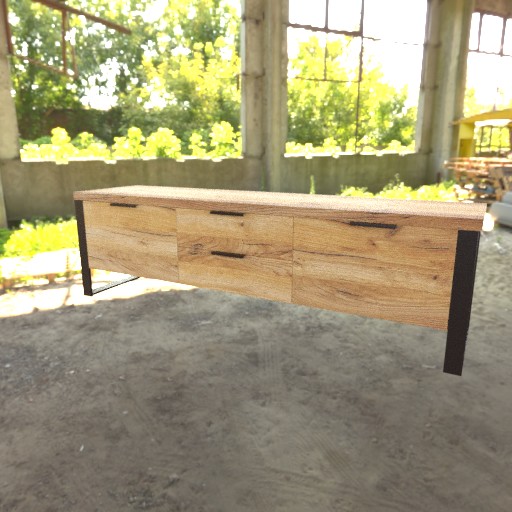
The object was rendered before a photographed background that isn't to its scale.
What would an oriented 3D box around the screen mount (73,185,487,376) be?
[{"bbox_3d":[0.000,0.000,1.701,1.524,0.450,0.395,7,16,27],"label":"screen mount"}]
